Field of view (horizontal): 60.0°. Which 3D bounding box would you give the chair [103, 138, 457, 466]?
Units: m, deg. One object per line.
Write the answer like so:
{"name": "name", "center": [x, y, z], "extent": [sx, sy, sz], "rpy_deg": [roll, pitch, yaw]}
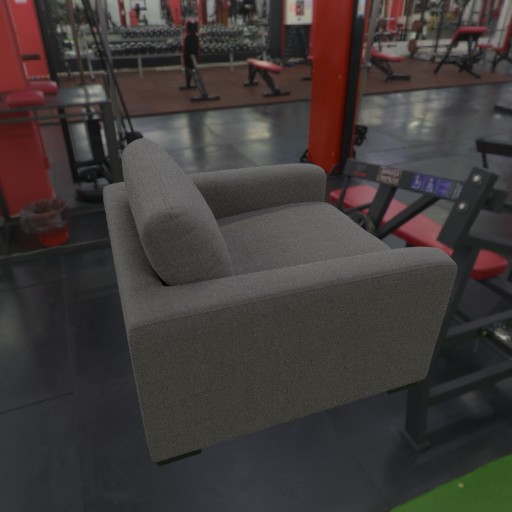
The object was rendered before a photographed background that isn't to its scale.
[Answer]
{"name": "chair", "center": [0.000, 0.000, 1.819], "extent": [1.100, 0.847, 1.070], "rpy_deg": [-10, 32, -17]}
